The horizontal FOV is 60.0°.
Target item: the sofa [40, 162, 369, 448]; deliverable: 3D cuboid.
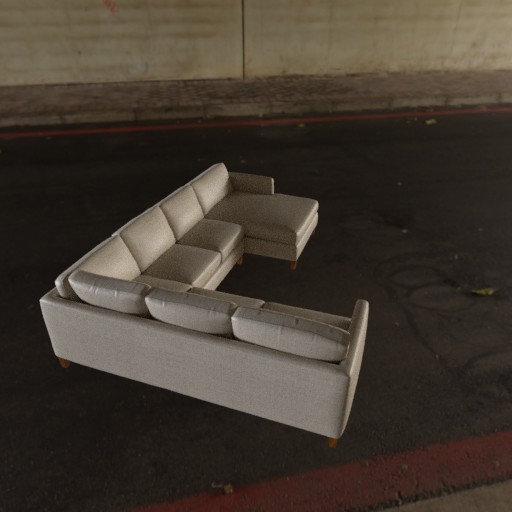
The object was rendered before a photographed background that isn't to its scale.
[{"bbox_3d":[0.000,0.000,4.768,2.594,0.961,3.460,10,31,17],"label":"sofa"}]
